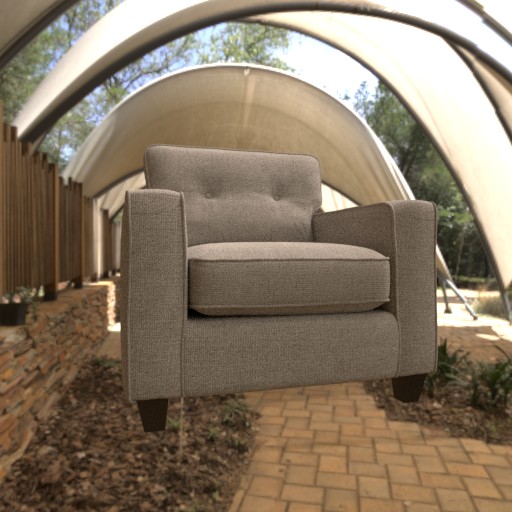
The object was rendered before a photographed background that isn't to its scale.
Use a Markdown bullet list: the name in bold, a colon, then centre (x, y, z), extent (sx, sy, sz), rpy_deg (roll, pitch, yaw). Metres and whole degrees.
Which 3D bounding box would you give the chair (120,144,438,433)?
- **chair**: centre (0.000, 0.000, 1.732), extent (1.015, 0.965, 0.939), rpy_deg (0, 1, -17)
